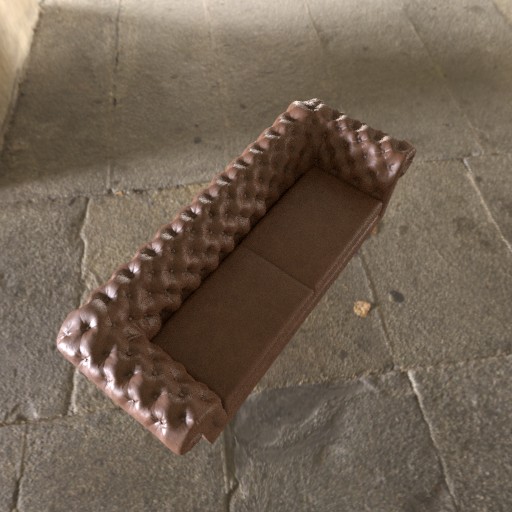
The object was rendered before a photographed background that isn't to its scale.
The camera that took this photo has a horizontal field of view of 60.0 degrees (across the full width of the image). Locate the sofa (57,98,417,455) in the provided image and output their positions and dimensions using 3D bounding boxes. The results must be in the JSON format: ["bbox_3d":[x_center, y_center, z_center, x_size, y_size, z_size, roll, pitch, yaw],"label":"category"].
[{"bbox_3d":[0.000,0.000,2.863,0.944,0.783,2.385,33,64,18],"label":"sofa"}]
